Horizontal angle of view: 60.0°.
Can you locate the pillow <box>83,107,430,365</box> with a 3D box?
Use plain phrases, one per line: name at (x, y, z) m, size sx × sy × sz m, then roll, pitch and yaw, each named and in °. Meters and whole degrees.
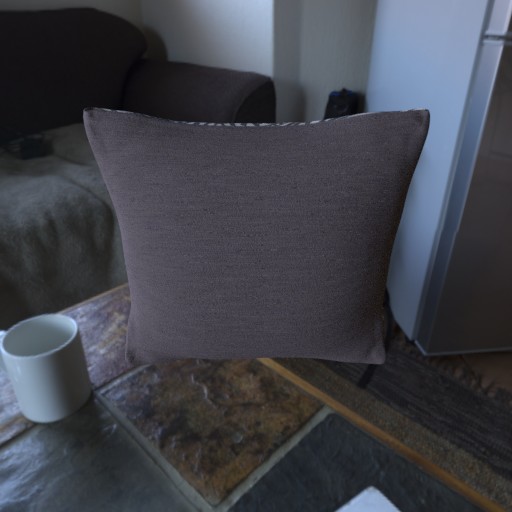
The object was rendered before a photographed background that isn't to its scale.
pillow at (0.000, 0.000, 0.645) m, size 0.436 × 0.417 × 0.148 m, roll 0°, pitch 30°, yaw 0°
